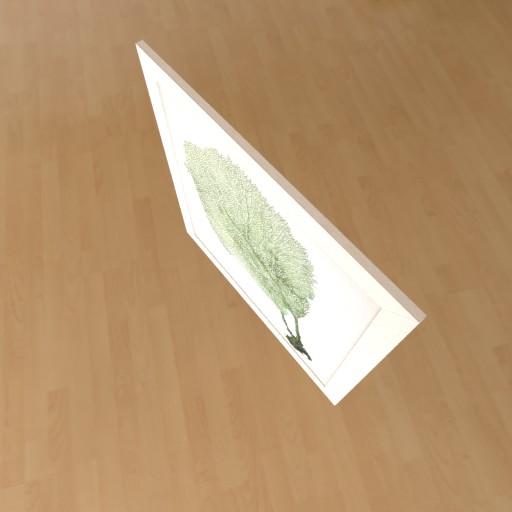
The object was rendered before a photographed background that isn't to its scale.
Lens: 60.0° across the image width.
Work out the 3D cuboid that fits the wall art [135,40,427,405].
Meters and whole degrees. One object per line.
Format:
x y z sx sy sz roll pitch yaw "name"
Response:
0.000 0.000 0.853 0.013 0.584 0.584 -36 68 -17 "wall art"
